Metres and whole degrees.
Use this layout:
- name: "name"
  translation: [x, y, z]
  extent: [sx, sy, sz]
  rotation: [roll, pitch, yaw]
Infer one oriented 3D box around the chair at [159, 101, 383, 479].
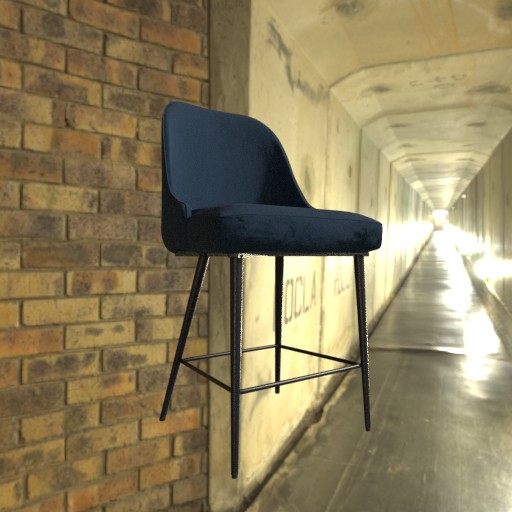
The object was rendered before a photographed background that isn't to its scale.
- name: "chair"
  translation: [0.000, 0.000, 1.219]
  extent: [0.526, 0.927, 0.489]
  rotation: [0, 1, -36]
